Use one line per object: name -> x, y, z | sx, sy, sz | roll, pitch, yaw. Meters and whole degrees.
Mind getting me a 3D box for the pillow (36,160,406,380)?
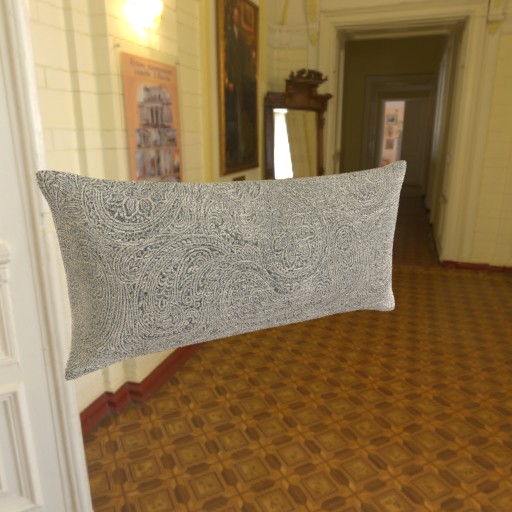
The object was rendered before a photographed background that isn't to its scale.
pillow -> 0.000, 0.000, 0.723 | 0.615, 0.295, 0.151 | -7, 17, -25
